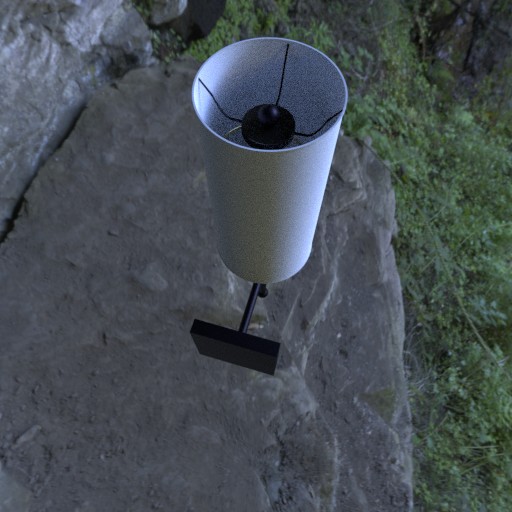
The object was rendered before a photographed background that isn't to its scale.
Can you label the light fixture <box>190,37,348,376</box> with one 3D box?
[{"bbox_3d":[0.000,0.000,0.555,0.128,0.462,0.208,15,65,7],"label":"light fixture"}]
